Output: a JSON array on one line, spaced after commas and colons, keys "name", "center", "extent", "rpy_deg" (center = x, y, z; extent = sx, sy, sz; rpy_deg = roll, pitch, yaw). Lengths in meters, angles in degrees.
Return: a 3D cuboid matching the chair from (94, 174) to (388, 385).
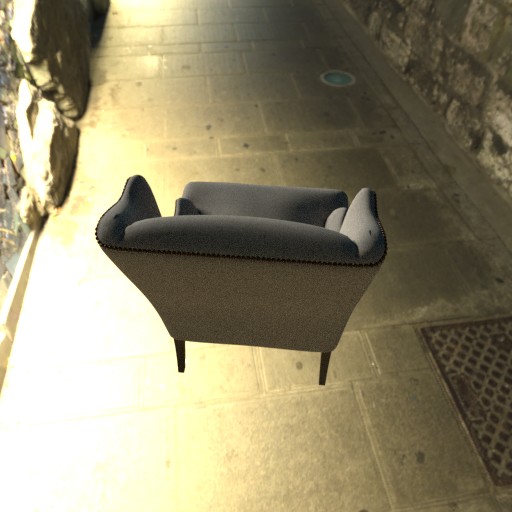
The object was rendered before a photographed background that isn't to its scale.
[{"name": "chair", "center": [0.000, 0.000, 1.660], "extent": [0.737, 1.029, 0.940], "rpy_deg": [4, 46, 4]}]
